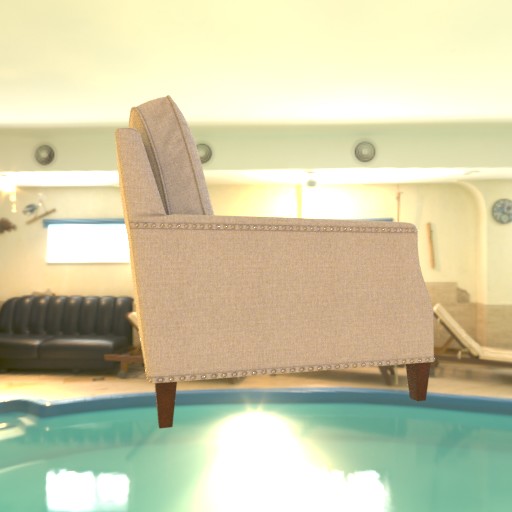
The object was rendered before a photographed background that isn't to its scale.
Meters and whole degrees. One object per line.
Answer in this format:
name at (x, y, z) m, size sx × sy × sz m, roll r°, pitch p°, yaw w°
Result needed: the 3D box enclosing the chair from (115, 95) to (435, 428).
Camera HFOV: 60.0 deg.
chair at (0.000, 0.000, 1.697) m, size 1.014 × 0.943 × 0.853 m, roll 0°, pitch -1°, yaw -16°
